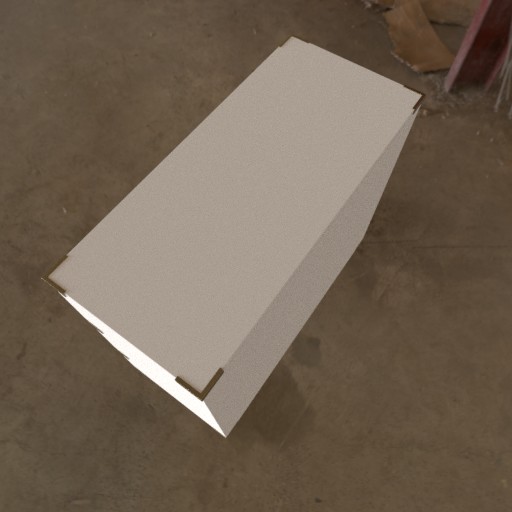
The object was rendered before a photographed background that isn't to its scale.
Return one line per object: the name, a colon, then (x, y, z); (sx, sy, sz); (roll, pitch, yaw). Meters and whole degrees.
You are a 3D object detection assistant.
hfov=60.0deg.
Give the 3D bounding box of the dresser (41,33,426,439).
dresser: (0.000, 0.000, 1.520); (0.460, 0.891, 1.022); (32, 67, 15)
